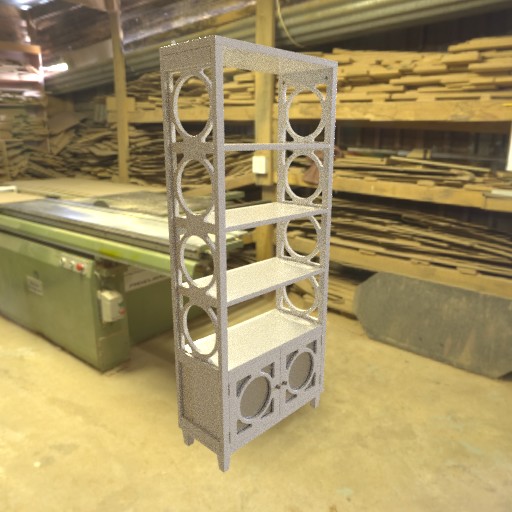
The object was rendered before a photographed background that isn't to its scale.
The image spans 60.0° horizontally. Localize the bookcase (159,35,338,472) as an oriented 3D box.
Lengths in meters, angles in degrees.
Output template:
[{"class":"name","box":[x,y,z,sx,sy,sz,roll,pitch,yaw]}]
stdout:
[{"class":"bookcase","box":[0.000,0.000,2.137,0.361,1.869,0.761,14,20,42]}]
